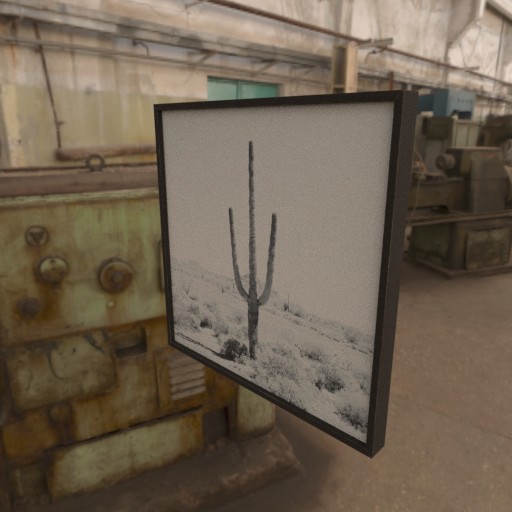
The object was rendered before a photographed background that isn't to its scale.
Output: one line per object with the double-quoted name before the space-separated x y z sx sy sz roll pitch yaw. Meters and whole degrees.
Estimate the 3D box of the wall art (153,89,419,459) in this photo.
"wall art" 0.000 0.000 0.760 0.508 0.508 0.038 15 22 42
